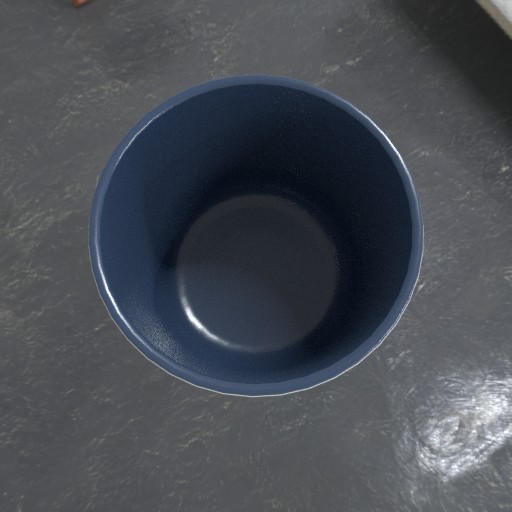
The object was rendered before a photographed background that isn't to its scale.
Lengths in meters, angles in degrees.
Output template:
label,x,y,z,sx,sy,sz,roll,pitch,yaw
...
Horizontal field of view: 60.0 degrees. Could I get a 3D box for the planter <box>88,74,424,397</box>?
label,x,y,z,sx,sy,sz,roll,pitch,yaw
planter,0.000,0.000,0.318,0.182,0.165,0.182,0,77,0
